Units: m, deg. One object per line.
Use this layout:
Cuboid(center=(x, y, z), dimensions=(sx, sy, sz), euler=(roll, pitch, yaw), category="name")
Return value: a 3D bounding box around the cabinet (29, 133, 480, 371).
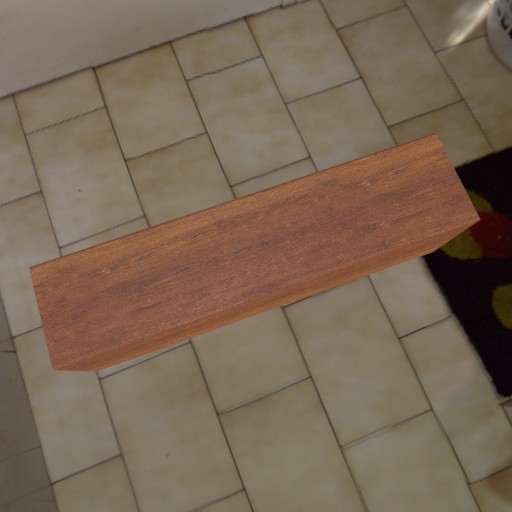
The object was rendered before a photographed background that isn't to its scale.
Cuboid(center=(0.000, 0.000, 1.856), dimensions=(1.600, 0.510, 0.419), euler=(-19, 76, -5), category="cabinet")
